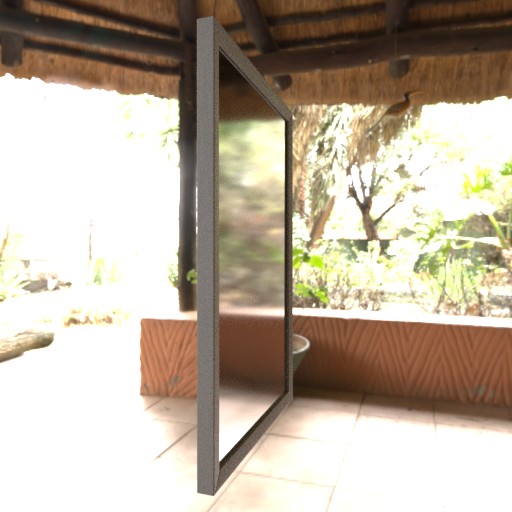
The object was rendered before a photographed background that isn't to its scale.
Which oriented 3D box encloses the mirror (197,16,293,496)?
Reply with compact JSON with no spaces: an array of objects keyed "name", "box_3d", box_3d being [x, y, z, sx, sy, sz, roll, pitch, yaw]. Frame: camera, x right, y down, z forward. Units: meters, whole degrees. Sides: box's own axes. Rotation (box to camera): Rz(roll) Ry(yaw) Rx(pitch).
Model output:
[{"name":"mirror","box_3d":[0.000,0.000,1.138,0.040,0.915,0.609,0,0,19]}]
